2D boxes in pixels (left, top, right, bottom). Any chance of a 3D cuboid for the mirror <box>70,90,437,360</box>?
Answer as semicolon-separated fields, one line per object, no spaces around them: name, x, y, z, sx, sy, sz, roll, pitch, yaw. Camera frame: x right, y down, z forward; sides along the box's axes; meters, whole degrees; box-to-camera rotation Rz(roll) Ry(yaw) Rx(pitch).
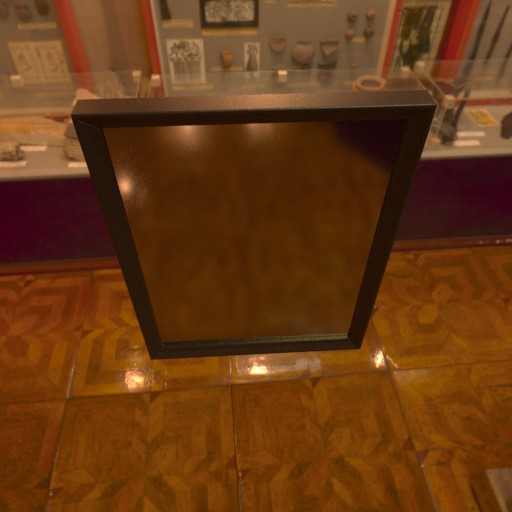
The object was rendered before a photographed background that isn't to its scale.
mirror;0.000;0.000;0.686;0.406;0.509;0.041;-2;46;-2
